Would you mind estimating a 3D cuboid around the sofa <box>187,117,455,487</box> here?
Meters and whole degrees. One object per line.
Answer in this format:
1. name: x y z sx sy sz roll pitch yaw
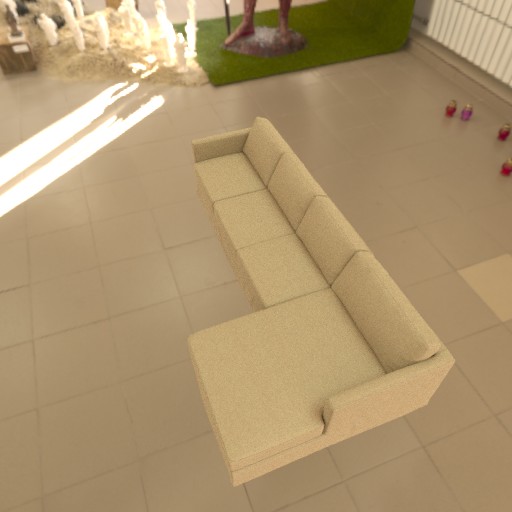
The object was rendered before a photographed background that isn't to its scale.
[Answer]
1. sofa: 0.000 0.000 3.907 1.622 0.867 3.177 -16 50 -14
